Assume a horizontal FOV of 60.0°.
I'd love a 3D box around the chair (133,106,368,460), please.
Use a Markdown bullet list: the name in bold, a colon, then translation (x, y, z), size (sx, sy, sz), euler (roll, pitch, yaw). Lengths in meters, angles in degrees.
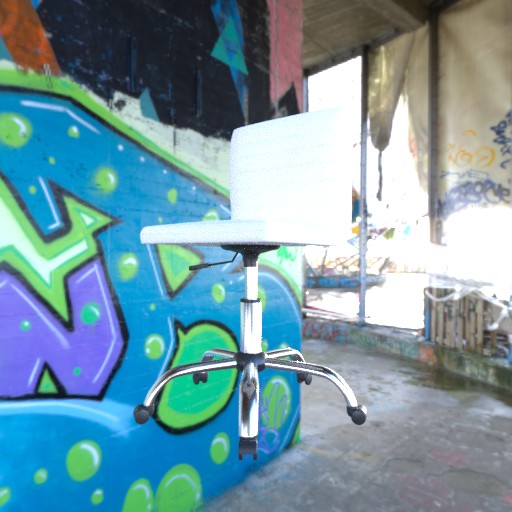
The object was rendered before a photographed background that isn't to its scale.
- **chair**: translation (0.000, 0.000, 1.140), size (0.556, 0.780, 0.530), euler (0, 1, 37)
